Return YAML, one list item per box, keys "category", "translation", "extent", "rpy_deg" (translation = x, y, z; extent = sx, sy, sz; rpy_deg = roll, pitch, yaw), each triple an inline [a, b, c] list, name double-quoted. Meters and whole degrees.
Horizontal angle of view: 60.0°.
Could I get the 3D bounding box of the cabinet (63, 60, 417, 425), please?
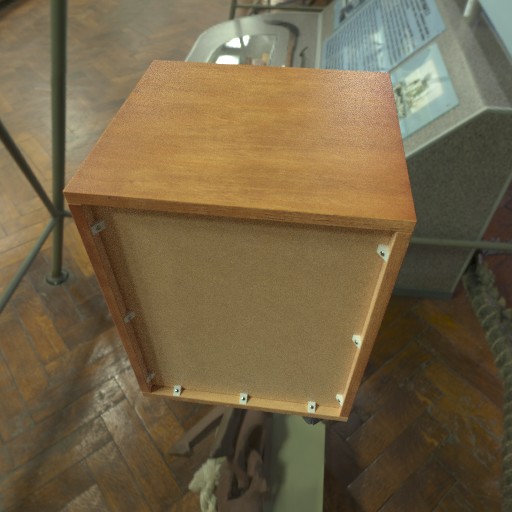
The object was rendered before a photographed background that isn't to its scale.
- category: "cabinet"
  translation: [0.000, 0.000, 0.851]
  extent: [0.409, 0.579, 0.401]
  rpy_deg: [5, 46, 5]
